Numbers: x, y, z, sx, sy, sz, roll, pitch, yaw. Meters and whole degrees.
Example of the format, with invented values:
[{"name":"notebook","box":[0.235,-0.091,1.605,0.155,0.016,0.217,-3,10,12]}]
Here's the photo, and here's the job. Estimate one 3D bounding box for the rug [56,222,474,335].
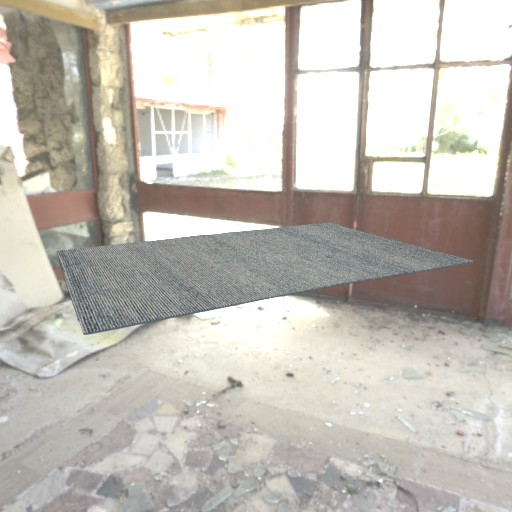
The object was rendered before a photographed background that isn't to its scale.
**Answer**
[{"name":"rug","box":[0.000,0.000,2.227,1.777,0.021,1.145,-8,17,-26]}]
